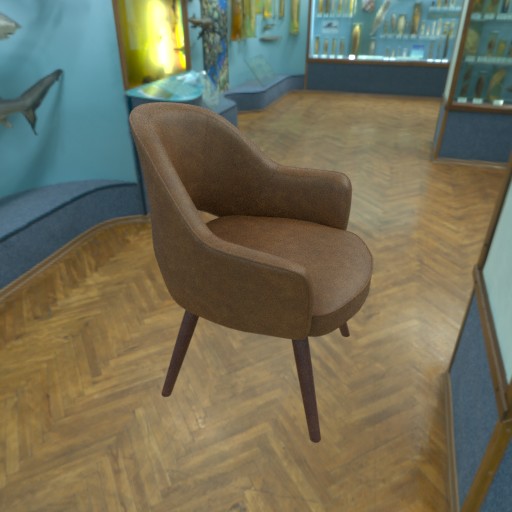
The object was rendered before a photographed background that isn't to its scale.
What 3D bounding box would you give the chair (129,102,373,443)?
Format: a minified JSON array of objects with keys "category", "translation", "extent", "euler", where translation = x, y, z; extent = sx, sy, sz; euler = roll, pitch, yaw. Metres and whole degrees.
[{"category":"chair","translation":[0.000,0.000,1.245],"extent":[0.640,0.777,0.591],"euler":[10,32,17]}]
